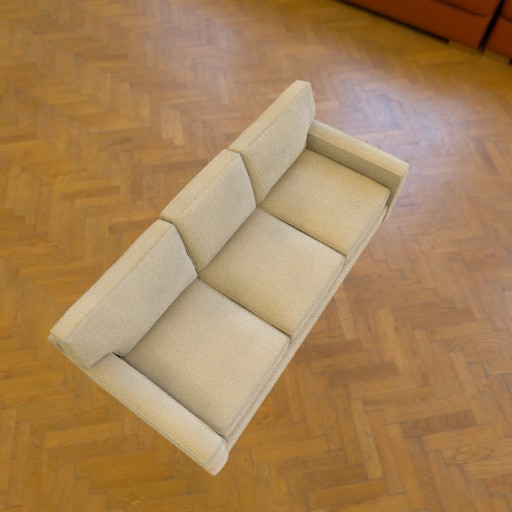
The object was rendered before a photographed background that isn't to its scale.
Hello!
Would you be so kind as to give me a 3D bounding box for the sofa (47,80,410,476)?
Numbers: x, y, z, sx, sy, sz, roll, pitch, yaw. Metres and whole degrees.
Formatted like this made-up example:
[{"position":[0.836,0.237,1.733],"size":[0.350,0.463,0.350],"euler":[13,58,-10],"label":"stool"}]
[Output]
[{"position":[0.000,0.000,2.564],"size":[0.935,0.862,2.088],"euler":[31,64,17],"label":"sofa"}]
